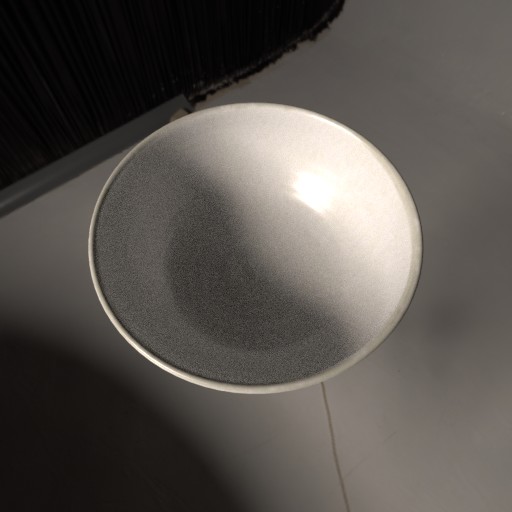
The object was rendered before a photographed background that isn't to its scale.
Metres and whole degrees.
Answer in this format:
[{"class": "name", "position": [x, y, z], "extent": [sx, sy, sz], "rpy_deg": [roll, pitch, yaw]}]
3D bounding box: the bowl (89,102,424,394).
[{"class": "bowl", "position": [0.000, 0.000, 0.411], "extent": [0.268, 0.121, 0.268], "rpy_deg": [0, 63, 0]}]
